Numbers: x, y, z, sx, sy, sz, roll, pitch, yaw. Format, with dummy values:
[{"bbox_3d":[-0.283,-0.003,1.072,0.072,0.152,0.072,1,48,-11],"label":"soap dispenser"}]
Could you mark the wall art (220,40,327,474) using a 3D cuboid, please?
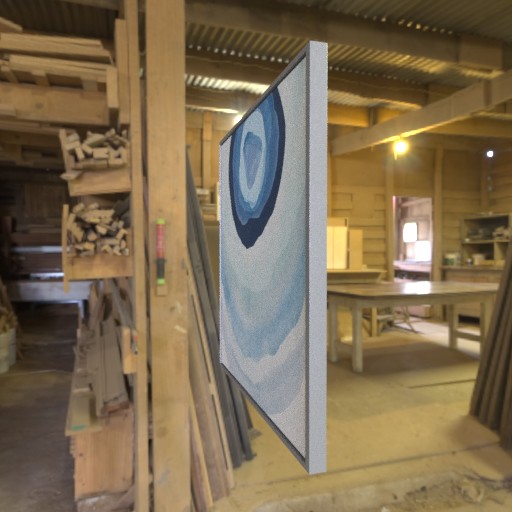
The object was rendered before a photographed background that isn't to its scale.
[{"bbox_3d":[0.000,0.000,1.216,0.038,0.807,0.809,0,1,-17],"label":"wall art"}]
